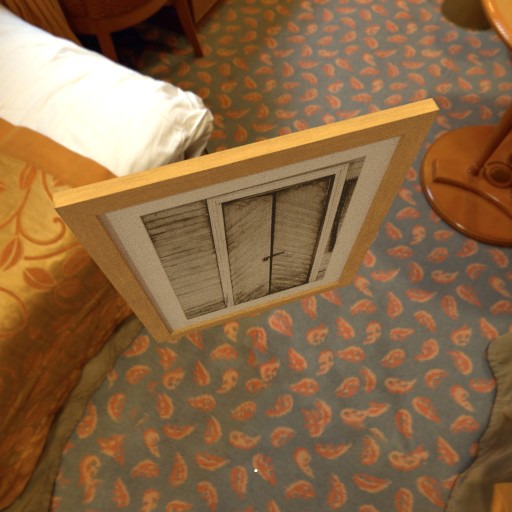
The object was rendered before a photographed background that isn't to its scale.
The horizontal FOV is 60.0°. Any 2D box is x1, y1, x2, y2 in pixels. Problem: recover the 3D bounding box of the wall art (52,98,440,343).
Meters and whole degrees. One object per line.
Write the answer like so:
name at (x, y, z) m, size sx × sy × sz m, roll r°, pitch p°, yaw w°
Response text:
wall art at (0.000, 0.000, 0.761) m, size 0.460 × 0.561 × 0.020 m, roll -16°, pitch 65°, yaw -8°
